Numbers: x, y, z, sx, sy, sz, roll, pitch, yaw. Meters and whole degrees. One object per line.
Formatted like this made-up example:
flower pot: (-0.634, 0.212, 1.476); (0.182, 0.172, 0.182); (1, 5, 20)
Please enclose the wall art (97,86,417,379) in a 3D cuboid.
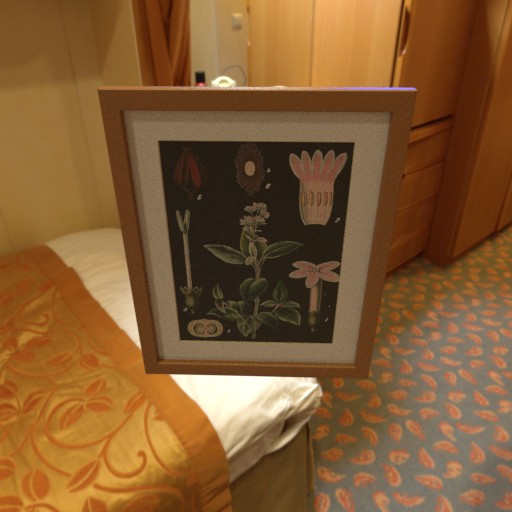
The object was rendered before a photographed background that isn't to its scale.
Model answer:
wall art: (0.000, 0.000, 0.527); (0.310, 0.379, 0.015); (1, 30, 2)
